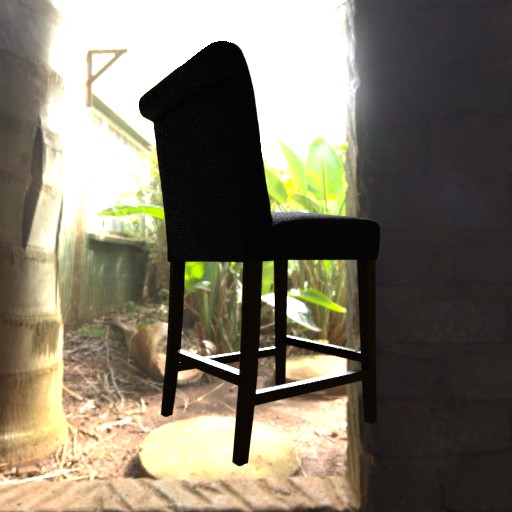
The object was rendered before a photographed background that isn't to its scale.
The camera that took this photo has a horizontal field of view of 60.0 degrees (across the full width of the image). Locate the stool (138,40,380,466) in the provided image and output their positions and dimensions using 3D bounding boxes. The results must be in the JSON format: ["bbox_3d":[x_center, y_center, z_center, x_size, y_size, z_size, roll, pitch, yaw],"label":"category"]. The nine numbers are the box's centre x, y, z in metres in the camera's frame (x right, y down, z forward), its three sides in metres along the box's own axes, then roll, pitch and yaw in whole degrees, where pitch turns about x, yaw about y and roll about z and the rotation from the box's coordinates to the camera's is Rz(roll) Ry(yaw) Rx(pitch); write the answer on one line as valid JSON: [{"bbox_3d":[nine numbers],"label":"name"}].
[{"bbox_3d":[0.000,0.000,1.354,0.601,1.010,0.493,0,-1,-36],"label":"stool"}]
